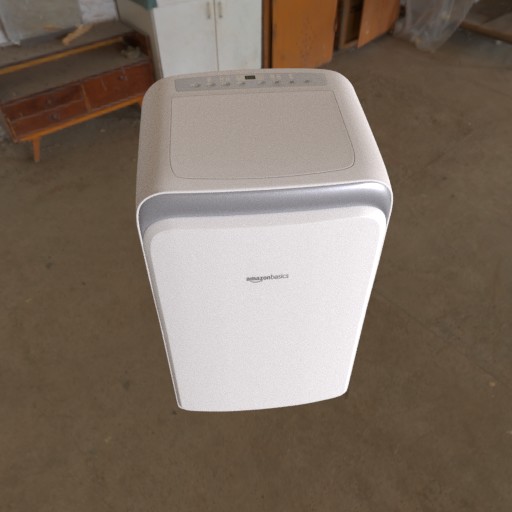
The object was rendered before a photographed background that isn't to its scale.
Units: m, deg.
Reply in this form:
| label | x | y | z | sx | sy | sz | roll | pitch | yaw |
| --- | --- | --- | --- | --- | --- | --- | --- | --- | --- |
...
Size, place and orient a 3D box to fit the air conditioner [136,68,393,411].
| label | x | y | z | sx | sy | sz | roll | pitch | yaw |
| --- | --- | --- | --- | --- | --- | --- | --- | --- | --- |
| air conditioner | 0.000 | 0.000 | 1.069 | 0.478 | 0.765 | 0.467 | -4 | 47 | -4 |
